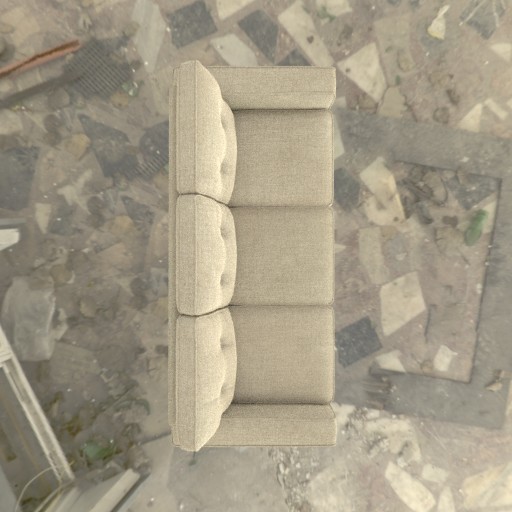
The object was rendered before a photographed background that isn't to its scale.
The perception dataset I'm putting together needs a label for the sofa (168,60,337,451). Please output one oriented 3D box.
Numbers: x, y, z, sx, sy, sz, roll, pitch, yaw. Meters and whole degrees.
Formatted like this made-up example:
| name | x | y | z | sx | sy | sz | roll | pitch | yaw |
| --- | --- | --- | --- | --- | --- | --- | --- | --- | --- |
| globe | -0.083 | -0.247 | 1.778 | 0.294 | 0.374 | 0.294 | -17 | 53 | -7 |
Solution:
| name | x | y | z | sx | sy | sz | roll | pitch | yaw |
| --- | --- | --- | --- | --- | --- | --- | --- | --- | --- |
| sofa | 0.000 | 0.000 | 2.630 | 0.939 | 0.965 | 2.133 | 0 | 89 | 0 |
